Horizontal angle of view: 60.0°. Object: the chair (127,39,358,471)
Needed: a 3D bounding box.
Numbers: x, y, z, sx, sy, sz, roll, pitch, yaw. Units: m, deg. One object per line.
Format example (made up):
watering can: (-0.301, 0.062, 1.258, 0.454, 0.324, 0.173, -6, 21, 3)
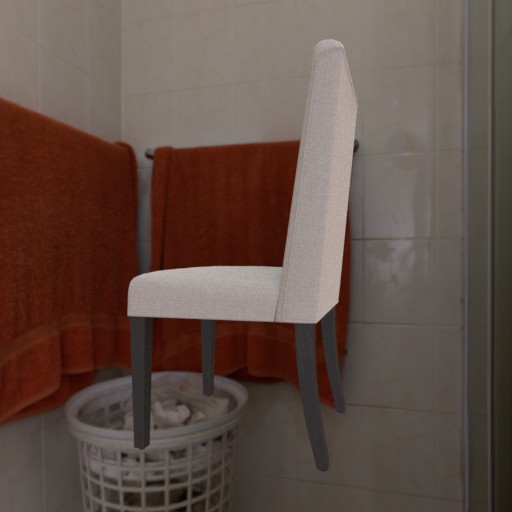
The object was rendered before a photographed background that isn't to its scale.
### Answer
chair: (0.000, 0.000, 1.237, 0.523, 0.961, 0.474, 0, 1, 17)
